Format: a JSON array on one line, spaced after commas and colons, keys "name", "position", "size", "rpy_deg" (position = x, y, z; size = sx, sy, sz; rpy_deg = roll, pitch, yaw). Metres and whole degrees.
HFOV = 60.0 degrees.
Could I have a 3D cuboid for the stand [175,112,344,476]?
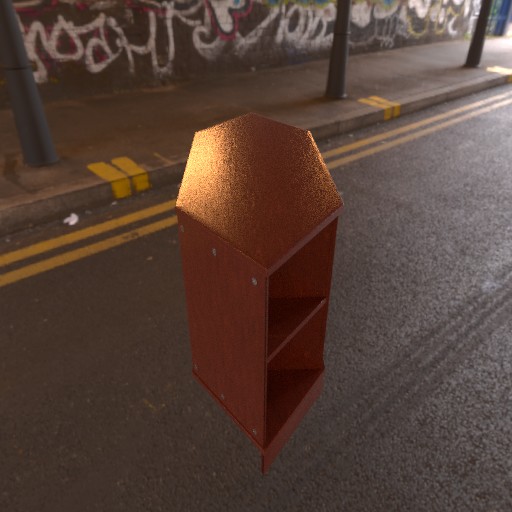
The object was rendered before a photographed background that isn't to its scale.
[{"name": "stand", "position": [0.000, 0.000, 1.384], "size": [0.381, 0.614, 1.072], "rpy_deg": [-1, 32, -2]}]
